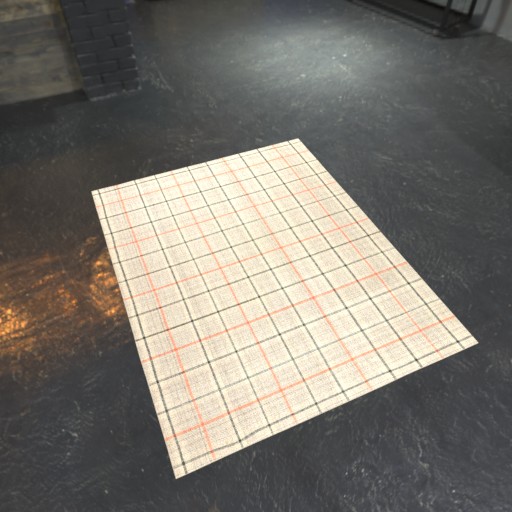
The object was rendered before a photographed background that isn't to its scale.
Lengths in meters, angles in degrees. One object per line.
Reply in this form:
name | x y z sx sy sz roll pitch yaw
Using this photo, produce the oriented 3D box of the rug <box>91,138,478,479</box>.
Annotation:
rug | 0.000 0.000 4.049 2.444 0.012 3.048 -18 51 -16
